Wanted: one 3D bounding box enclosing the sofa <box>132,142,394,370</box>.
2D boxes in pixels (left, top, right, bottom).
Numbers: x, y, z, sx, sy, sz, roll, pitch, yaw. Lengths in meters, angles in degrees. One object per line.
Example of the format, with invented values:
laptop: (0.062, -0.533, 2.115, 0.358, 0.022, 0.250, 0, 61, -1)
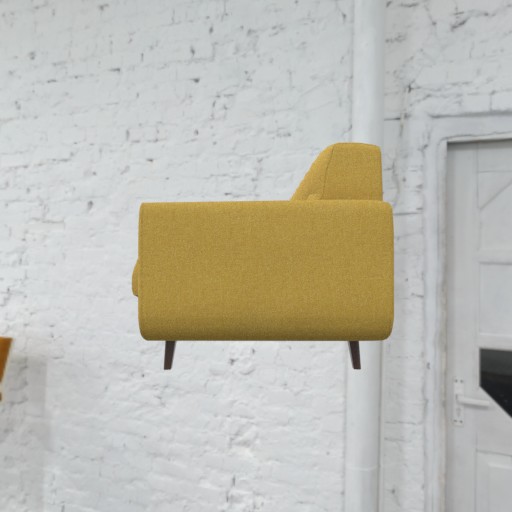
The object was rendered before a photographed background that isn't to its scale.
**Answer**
sofa: (0.000, 0.000, 2.477, 0.909, 0.841, 2.029, 0, 0, 0)
